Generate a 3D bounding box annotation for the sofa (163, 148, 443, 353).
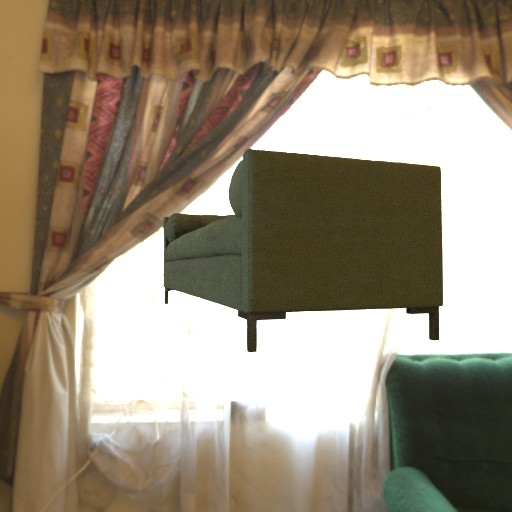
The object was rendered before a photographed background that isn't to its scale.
[{"bbox_3d":[0.000,0.000,2.518,0.817,0.681,2.130,1,-2,-19],"label":"sofa"}]
